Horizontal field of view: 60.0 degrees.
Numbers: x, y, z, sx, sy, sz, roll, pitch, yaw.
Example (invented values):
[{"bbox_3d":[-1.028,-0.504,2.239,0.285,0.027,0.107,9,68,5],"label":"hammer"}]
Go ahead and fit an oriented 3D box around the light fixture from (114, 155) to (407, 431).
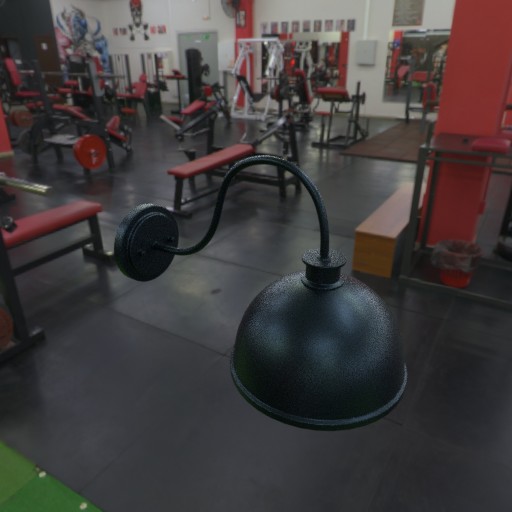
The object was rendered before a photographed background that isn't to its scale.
[{"bbox_3d":[0.000,0.000,0.642,0.467,0.295,0.253,16,29,30],"label":"light fixture"}]
